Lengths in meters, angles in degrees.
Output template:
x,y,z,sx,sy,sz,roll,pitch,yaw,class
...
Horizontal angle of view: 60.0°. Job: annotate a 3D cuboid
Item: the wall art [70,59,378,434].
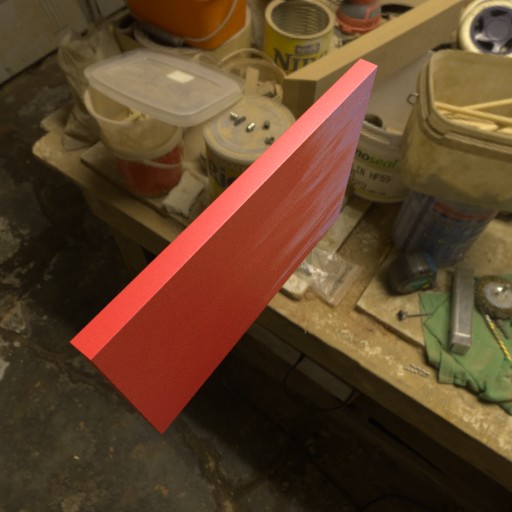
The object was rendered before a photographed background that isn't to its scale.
x,y,z,sx,sy,sz,roll,pitch,yaw,class
0.000,0.000,0.758,0.033,0.405,0.607,33,63,19,wall art
